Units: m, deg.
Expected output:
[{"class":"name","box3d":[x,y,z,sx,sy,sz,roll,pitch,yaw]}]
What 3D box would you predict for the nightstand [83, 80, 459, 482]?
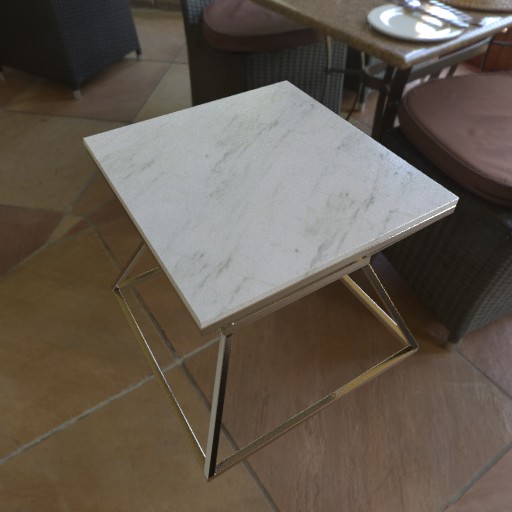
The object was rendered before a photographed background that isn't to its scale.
[{"class":"nightstand","box3d":[0.000,0.000,0.875,0.514,0.426,0.513,-24,51,-21]}]
